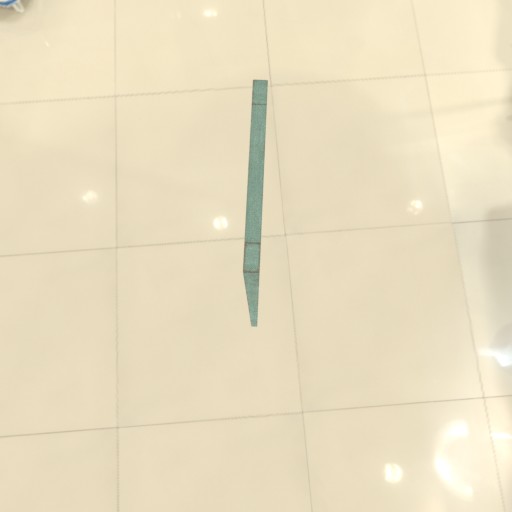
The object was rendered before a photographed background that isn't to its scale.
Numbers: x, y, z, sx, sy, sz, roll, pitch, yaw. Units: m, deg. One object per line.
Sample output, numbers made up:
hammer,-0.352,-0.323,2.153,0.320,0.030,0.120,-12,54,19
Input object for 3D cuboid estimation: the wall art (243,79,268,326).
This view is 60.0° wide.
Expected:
wall art,0.000,0.000,1.300,0.025,1.219,0.329,3,77,1
